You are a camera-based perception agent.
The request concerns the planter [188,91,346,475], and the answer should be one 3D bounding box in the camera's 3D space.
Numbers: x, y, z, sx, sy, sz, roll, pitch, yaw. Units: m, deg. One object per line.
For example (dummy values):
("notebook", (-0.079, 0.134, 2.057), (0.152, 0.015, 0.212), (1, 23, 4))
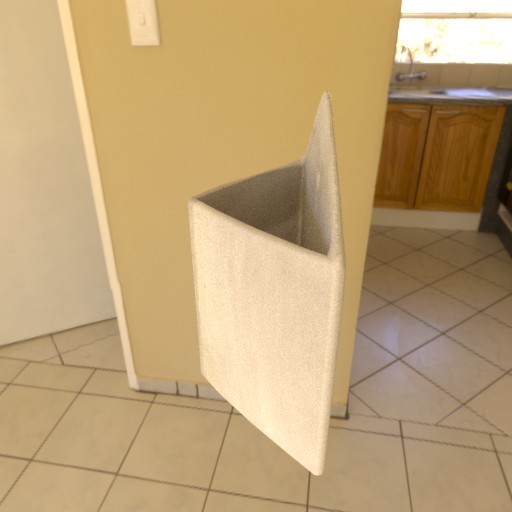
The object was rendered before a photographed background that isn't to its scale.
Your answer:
("planter", (0.000, 0.000, 0.275), (0.080, 0.194, 0.163), (0, 28, 1))
